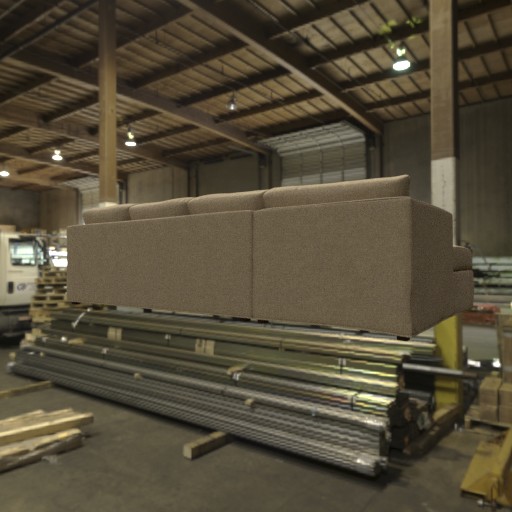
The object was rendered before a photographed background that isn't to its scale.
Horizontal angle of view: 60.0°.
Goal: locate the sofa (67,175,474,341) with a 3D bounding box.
[{"bbox_3d":[0.000,0.000,3.830,3.198,0.920,1.638,0,-1,36],"label":"sofa"}]
